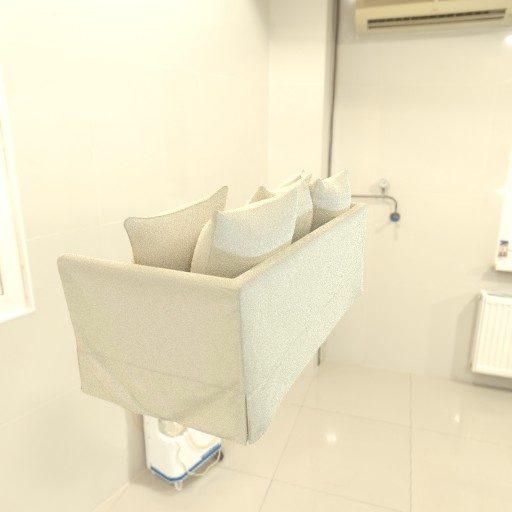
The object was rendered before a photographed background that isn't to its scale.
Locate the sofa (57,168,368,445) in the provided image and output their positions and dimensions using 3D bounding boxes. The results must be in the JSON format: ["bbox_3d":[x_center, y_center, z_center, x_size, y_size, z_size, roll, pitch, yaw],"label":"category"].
[{"bbox_3d":[0.000,0.000,2.905,1.031,1.034,2.290,7,17,24],"label":"sofa"}]
